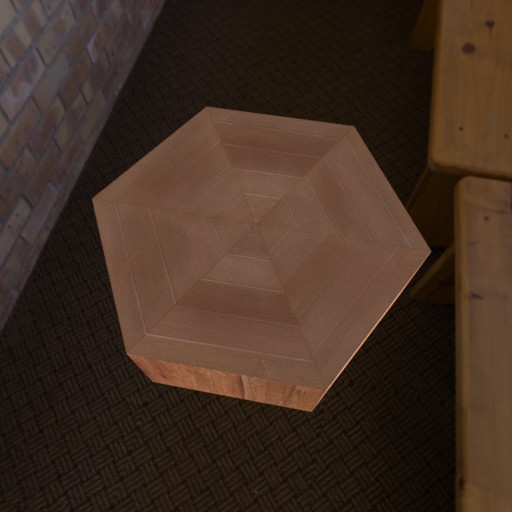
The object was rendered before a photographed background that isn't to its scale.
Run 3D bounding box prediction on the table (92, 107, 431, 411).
[{"bbox_3d":[0.000,0.000,1.685,1.000,0.456,1.154,-18,63,-9],"label":"table"}]
